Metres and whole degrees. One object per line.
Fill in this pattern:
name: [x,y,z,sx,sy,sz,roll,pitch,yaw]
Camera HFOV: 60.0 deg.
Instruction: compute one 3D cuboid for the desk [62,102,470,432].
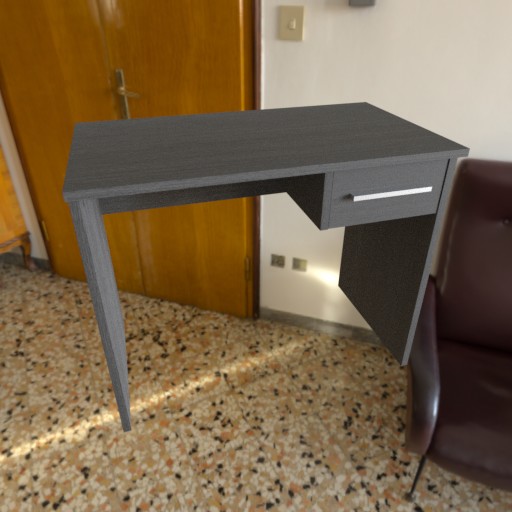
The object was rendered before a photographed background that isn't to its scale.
desk: [0.000,0.000,1.317,0.893,0.724,0.498,-9,33,-14]
